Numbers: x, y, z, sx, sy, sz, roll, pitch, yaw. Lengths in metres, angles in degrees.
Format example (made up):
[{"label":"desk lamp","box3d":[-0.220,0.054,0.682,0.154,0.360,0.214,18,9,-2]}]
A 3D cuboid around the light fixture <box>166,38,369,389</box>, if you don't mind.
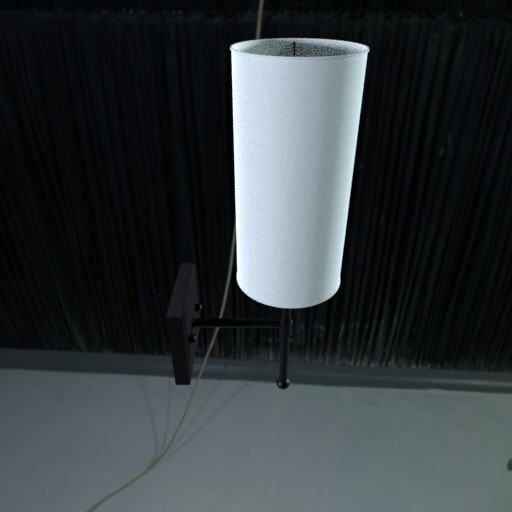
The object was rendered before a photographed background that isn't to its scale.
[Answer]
[{"label":"light fixture","box3d":[0.000,0.000,0.536,0.208,0.462,0.128,0,32,0]}]
